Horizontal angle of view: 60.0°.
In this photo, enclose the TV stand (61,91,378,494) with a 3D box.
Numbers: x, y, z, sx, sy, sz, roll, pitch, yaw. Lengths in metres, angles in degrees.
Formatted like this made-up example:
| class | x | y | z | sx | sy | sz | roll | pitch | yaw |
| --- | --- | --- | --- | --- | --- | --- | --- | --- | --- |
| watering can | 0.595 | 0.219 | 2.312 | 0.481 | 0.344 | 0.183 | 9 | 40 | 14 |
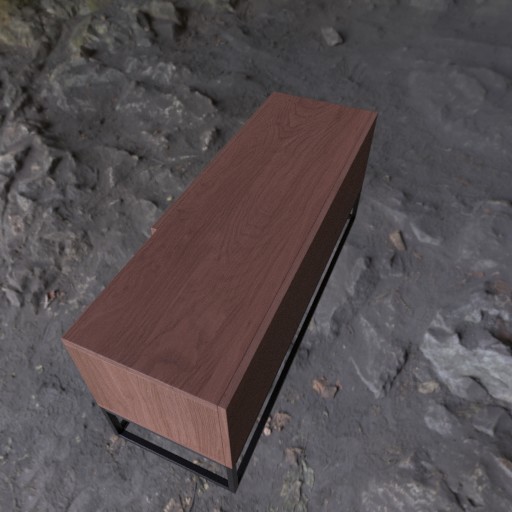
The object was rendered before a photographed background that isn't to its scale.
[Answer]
| class | x | y | z | sx | sy | sz | roll | pitch | yaw |
| --- | --- | --- | --- | --- | --- | --- | --- | --- | --- |
| TV stand | 0.000 | 0.000 | 1.426 | 0.415 | 0.500 | 1.200 | 18 | 49 | 16 |
